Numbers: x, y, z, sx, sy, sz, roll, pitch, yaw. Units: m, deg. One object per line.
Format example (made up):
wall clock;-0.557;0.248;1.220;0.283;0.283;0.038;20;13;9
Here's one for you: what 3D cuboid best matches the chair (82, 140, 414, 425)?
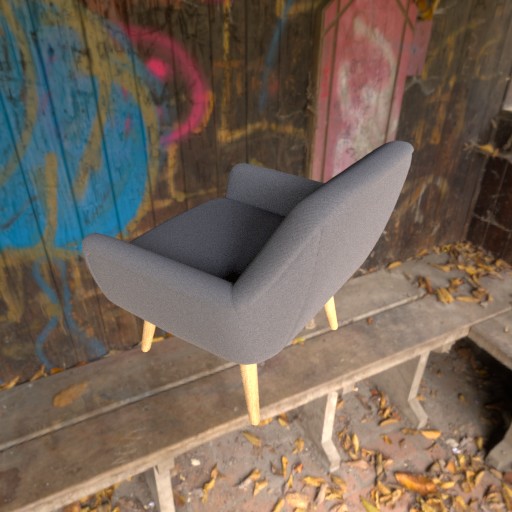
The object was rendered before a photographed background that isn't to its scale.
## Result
chair;0.000;0.000;1.416;0.779;0.800;0.770;20;37;29
